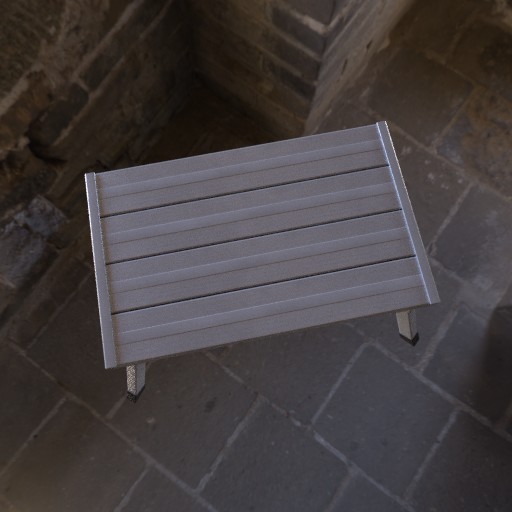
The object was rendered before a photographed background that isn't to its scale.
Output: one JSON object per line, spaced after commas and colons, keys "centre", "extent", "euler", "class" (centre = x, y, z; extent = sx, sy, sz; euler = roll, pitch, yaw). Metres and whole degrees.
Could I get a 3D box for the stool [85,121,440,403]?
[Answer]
{"centre": [0.000, 0.000, 0.731], "extent": [0.535, 0.225, 0.385], "euler": [-11, 76, -3], "class": "stool"}
